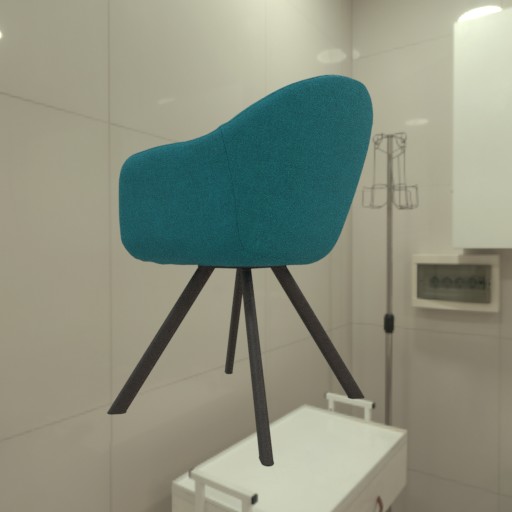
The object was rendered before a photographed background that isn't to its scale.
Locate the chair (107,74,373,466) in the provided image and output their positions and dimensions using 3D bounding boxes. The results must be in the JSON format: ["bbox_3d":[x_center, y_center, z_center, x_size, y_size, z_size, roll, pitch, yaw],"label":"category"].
[{"bbox_3d":[0.000,0.000,1.130,0.565,0.775,0.545,0,1,35],"label":"chair"}]
